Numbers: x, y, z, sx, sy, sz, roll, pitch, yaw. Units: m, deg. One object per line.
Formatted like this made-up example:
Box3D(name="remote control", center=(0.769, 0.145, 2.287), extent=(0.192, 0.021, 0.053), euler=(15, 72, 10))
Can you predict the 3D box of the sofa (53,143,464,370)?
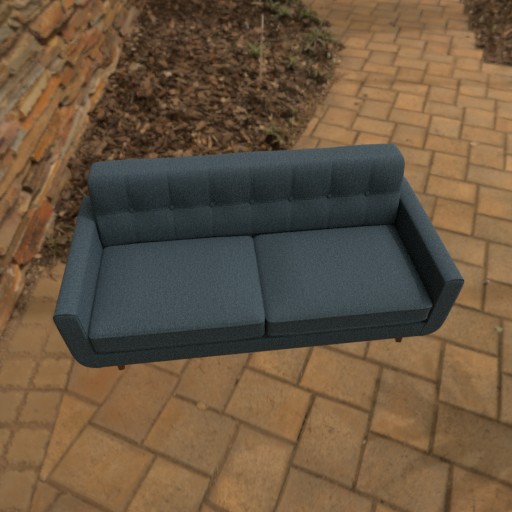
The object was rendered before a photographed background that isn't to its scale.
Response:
Box3D(name="sofa", center=(0.000, 0.000, 2.602), extent=(2.055, 0.884, 0.942), euler=(-5, 46, -5))
